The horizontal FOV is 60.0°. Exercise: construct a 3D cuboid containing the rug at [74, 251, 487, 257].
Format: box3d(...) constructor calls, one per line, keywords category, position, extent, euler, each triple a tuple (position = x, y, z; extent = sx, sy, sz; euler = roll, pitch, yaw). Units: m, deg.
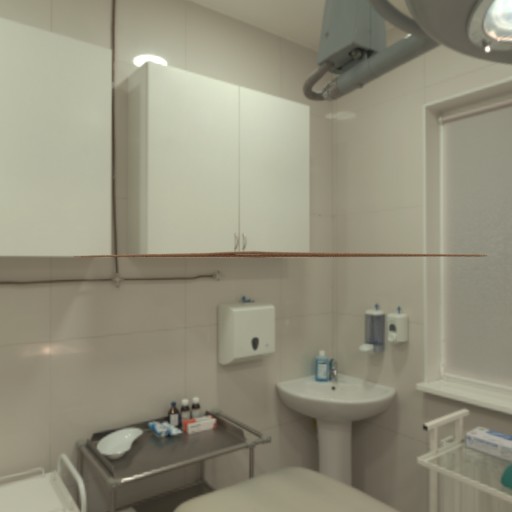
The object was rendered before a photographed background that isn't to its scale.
box3d(category="rug", position=(0.000, 0.000, 4.142), extent=(2.479, 0.023, 3.092), euler=(0, 0, -37))
